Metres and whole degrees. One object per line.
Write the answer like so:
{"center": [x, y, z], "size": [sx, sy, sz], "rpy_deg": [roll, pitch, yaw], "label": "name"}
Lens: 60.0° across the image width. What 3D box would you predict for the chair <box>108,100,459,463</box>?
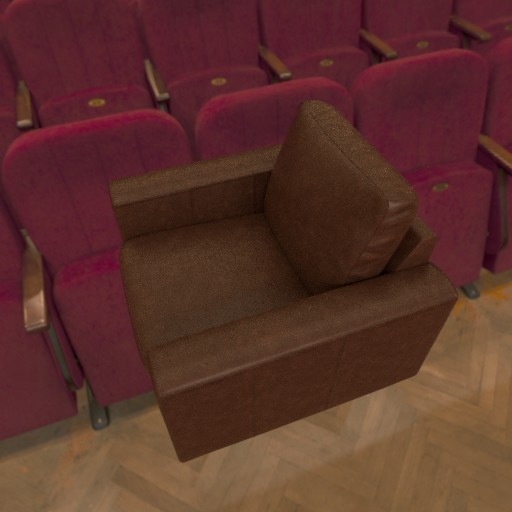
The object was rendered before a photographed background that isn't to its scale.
{"center": [0.000, 0.000, 1.690], "size": [1.016, 0.873, 1.005], "rpy_deg": [-15, 49, -14], "label": "chair"}
